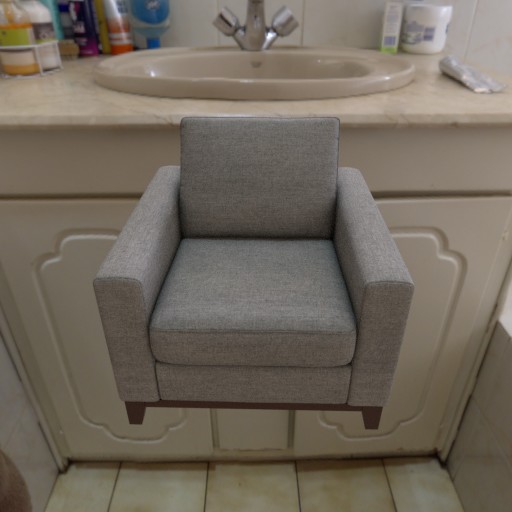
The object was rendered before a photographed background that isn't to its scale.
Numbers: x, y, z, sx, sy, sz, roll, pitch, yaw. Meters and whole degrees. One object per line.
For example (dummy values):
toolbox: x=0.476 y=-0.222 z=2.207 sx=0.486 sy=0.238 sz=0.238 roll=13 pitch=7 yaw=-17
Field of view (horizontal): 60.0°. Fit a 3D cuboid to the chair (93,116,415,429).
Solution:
chair: x=0.000 y=0.000 z=1.887 sx=1.024 sy=1.010 sz=1.038 roll=1 pitch=32 yaw=1
